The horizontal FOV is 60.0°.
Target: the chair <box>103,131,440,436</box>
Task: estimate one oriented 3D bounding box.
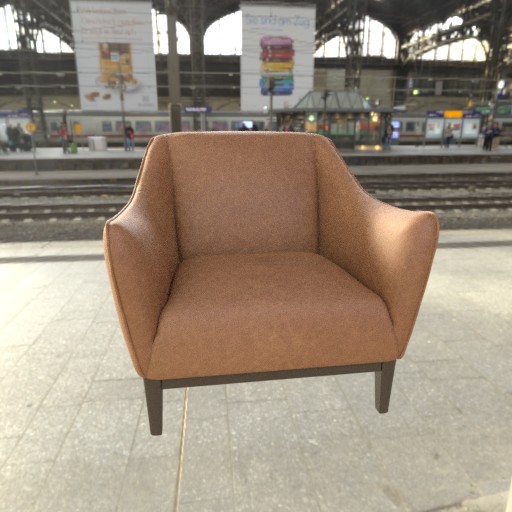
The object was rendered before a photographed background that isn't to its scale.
[{"bbox_3d":[0.000,0.000,1.530,0.871,0.830,0.852,-2,16,-8],"label":"chair"}]
